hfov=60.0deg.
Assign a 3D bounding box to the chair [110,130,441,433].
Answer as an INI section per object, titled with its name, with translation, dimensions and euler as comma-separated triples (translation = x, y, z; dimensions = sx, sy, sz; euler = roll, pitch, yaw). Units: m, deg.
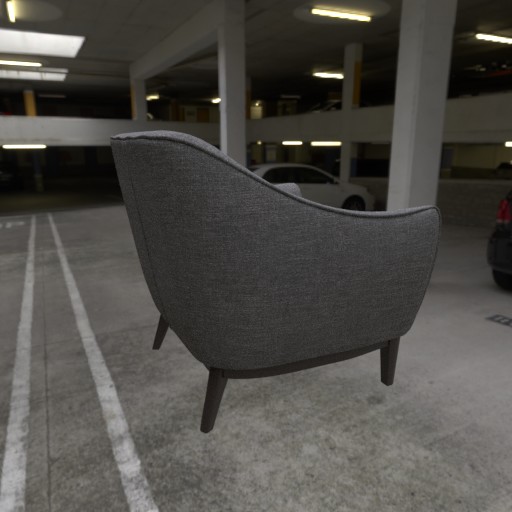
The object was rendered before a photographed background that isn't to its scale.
[chair]
translation = 0.000, 0.000, 1.547
dimensions = 0.851, 0.829, 0.870
euler = -7, 16, -25
